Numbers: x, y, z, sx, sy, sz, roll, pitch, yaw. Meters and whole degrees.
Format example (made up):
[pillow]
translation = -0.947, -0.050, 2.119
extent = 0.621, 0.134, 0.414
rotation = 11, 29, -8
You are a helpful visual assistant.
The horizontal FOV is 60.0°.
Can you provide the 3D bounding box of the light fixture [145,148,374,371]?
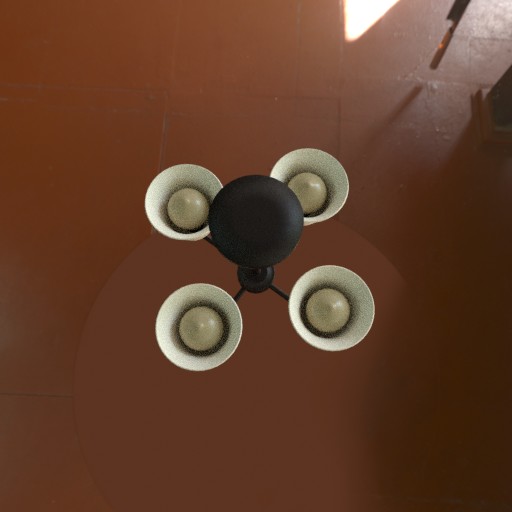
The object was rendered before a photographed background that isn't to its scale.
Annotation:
[light fixture]
translation = 0.000, 0.000, 1.835
extent = 1.069, 0.925, 1.069
rotation = 36, 78, 9
